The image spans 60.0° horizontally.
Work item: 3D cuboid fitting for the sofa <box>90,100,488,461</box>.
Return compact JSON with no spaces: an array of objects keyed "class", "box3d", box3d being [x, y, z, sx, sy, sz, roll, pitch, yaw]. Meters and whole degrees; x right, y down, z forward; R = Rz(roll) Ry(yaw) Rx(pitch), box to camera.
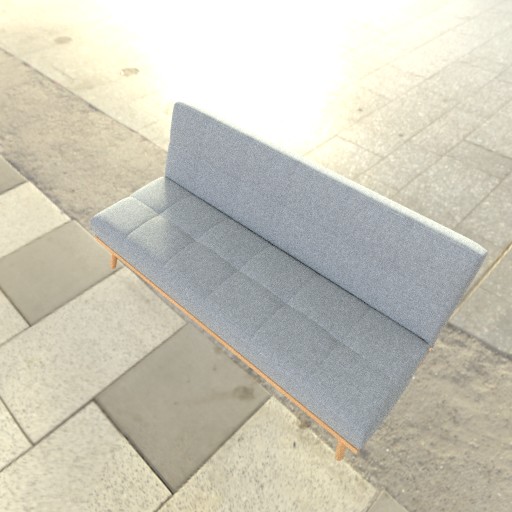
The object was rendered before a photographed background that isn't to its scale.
[{"class":"sofa","box3d":[0.000,0.000,2.226,1.820,0.800,0.800,34,56,27]}]
